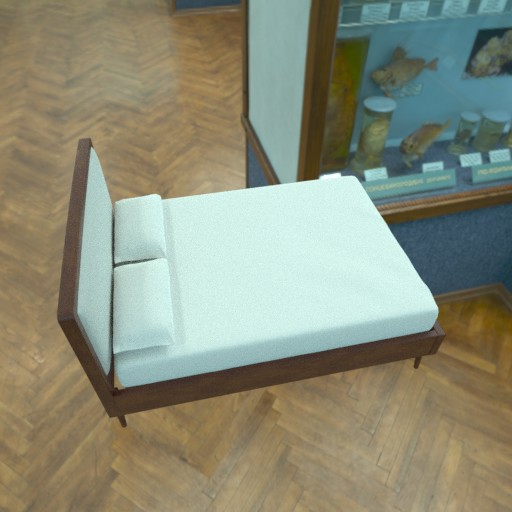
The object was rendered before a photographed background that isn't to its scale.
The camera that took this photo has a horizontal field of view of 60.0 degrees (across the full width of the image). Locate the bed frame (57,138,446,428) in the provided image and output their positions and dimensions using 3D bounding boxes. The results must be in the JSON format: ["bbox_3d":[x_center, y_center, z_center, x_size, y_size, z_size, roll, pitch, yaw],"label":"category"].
[{"bbox_3d":[0.000,0.000,3.130,2.171,1.279,1.587,-9,46,-8],"label":"bed frame"}]
